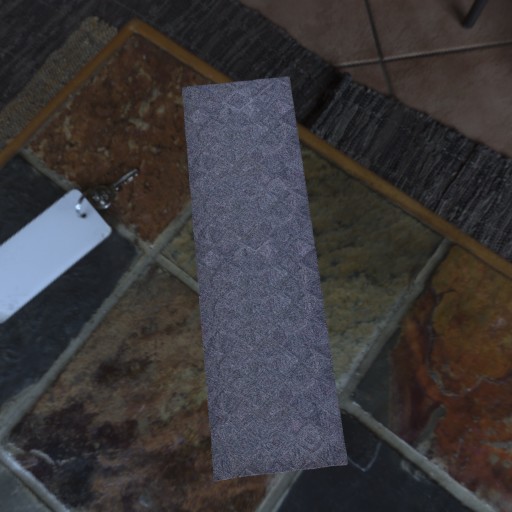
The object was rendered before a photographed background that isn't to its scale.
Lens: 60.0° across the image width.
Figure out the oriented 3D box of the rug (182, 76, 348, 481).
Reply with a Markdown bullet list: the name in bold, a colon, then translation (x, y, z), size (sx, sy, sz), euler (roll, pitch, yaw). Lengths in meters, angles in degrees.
- **rug**: translation (0.000, 0.000, 2.534), size (0.691, 0.011, 2.296), euler (-6, 76, -2)
